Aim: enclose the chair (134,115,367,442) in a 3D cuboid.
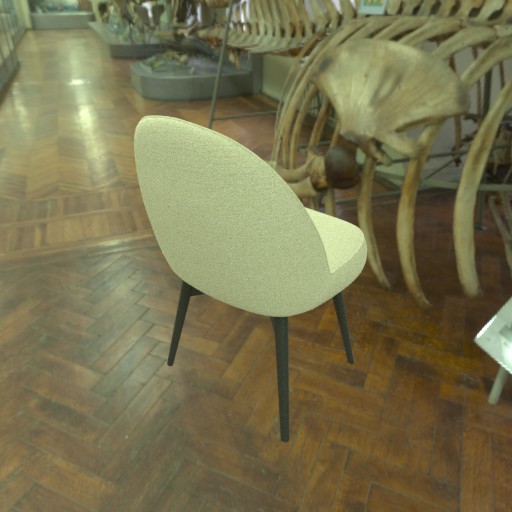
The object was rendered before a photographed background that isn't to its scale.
[{"bbox_3d":[0.000,0.000,1.219,0.532,0.838,0.540,22,37,32],"label":"chair"}]
